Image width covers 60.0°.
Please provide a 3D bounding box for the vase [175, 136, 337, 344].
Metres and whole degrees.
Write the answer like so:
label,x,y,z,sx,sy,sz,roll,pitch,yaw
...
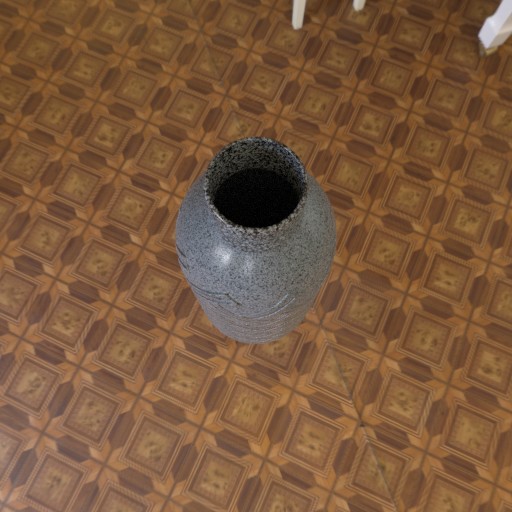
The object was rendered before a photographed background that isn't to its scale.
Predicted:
label,x,y,z,sx,sy,sz,roll,pitch,yaw
vase,0.000,0.000,0.351,0.122,0.282,0.122,0,75,0
